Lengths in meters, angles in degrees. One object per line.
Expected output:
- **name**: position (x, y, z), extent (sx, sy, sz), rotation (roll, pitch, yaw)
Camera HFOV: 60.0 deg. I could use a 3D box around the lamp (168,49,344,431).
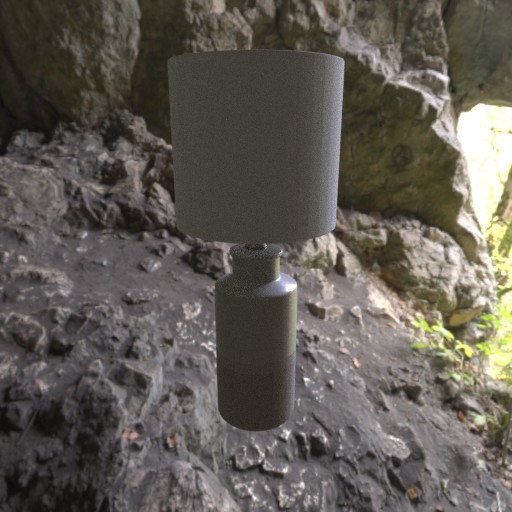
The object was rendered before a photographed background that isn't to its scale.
- **lamp**: position (0.000, 0.000, 0.612), extent (0.212, 0.493, 0.212), rotation (3, 17, 10)
